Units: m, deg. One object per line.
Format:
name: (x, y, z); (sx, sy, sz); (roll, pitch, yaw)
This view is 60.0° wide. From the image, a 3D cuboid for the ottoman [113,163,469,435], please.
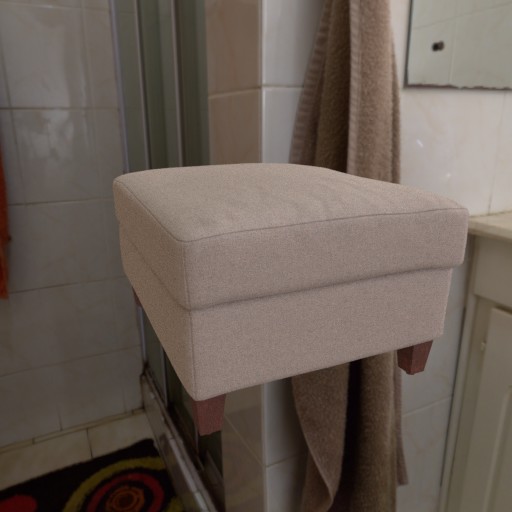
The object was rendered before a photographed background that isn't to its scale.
ottoman: (0.000, 0.000, 1.305); (0.692, 0.511, 0.902); (-7, 18, -23)
